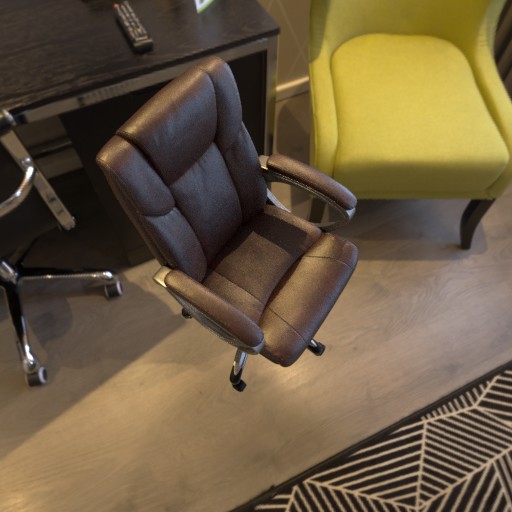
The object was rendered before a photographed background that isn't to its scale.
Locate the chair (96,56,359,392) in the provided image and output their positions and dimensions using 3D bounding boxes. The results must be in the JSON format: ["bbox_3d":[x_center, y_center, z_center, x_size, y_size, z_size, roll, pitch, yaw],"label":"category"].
[{"bbox_3d":[0.000,0.000,1.581,0.692,1.128,0.656,30,64,16],"label":"chair"}]
